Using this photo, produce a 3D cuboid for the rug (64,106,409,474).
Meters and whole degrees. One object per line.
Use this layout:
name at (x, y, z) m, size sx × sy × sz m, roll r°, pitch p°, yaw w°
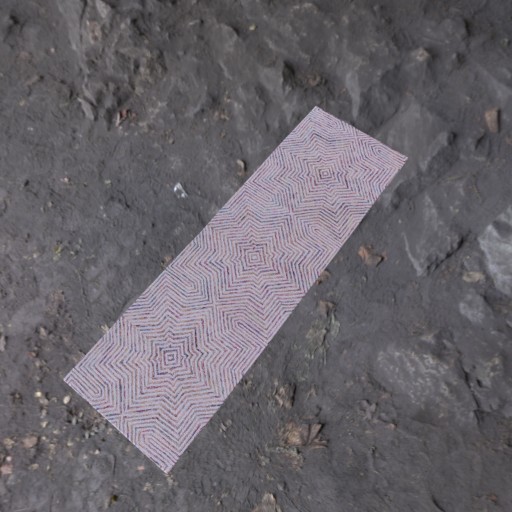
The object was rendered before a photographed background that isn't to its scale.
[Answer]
rug at (0.000, 0.000, 2.712) m, size 0.771 × 0.009 × 2.443 m, roll 35°, pitch 70°, yaw 15°
